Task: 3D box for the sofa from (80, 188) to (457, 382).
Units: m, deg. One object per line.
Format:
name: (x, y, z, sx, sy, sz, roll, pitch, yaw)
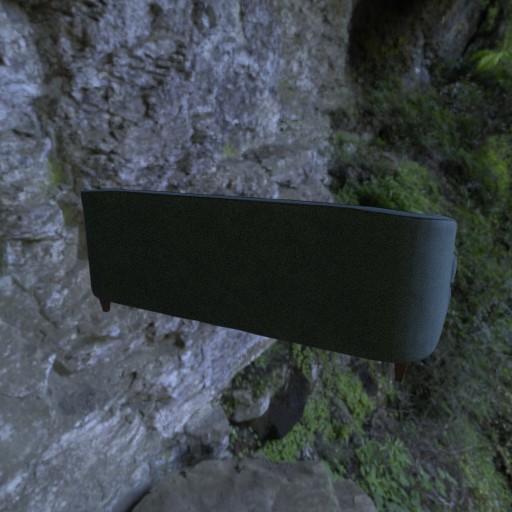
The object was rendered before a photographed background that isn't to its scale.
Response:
sofa: (0.000, 0.000, 2.797, 2.278, 0.855, 0.941, 8, 17, 26)
